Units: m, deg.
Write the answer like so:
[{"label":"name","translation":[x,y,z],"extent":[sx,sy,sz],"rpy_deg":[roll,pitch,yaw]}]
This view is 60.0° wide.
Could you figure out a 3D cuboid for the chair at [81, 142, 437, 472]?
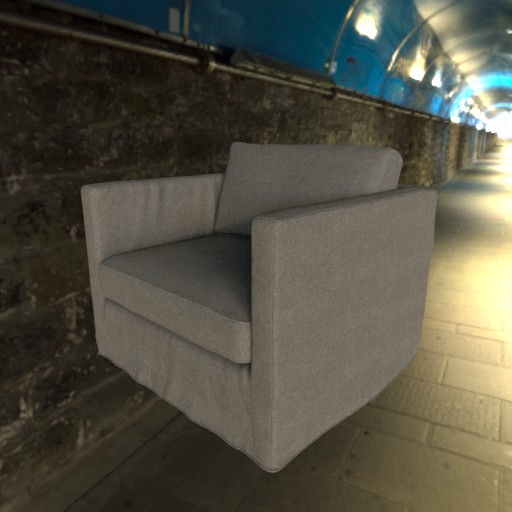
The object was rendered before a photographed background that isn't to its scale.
[{"label":"chair","translation":[0.000,0.000,1.760],"extent":[1.057,0.863,0.949],"rpy_deg":[15,21,42]}]
